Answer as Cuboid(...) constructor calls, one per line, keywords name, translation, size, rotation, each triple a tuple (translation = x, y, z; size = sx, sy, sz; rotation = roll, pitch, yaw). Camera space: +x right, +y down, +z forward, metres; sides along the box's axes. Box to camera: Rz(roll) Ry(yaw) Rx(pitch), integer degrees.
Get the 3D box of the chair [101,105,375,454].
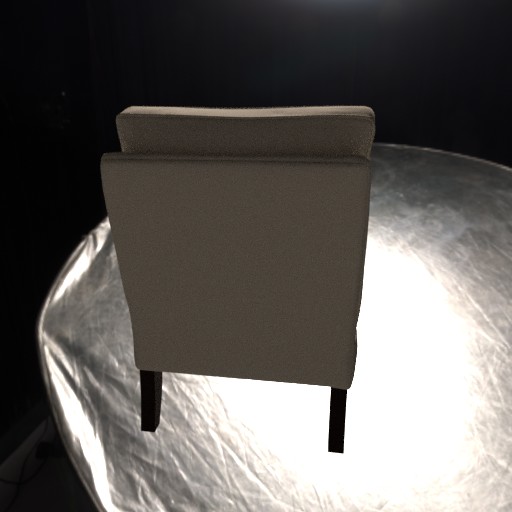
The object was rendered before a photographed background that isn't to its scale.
Cuboid(name="chair", translation=(0.000, 0.000, 1.394), size=(0.630, 0.887, 0.781), rotation=(3, 18, 9))
